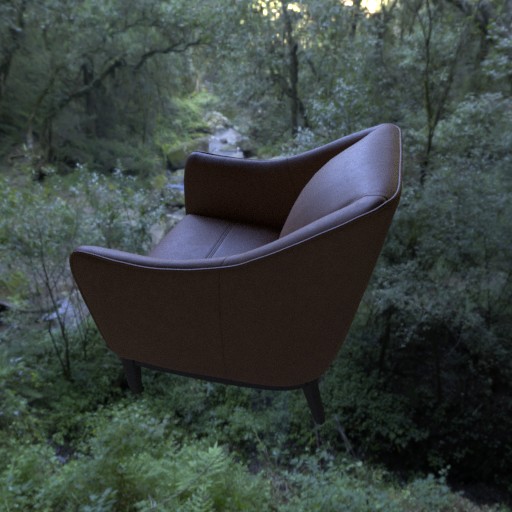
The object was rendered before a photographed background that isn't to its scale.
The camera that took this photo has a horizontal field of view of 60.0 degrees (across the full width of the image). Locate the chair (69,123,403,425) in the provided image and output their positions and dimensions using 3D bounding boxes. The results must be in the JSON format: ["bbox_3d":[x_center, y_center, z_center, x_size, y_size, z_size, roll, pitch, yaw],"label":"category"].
[{"bbox_3d":[0.000,0.000,1.544,0.852,0.830,0.871,8,33,13],"label":"chair"}]
